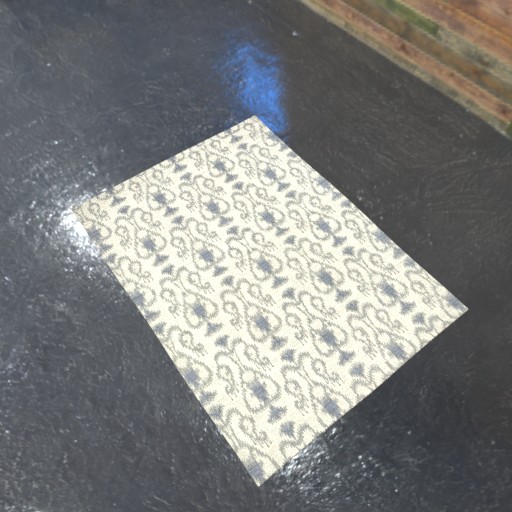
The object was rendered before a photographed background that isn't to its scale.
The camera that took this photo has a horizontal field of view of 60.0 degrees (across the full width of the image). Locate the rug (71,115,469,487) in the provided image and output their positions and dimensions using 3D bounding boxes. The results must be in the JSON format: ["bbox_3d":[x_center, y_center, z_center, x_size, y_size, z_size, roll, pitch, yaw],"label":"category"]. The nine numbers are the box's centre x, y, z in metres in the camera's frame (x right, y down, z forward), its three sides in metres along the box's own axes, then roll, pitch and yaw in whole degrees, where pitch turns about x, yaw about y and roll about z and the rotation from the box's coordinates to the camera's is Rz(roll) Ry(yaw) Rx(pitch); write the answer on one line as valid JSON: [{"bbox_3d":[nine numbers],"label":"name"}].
[{"bbox_3d":[0.000,0.000,3.015,1.676,0.013,2.261,-33,64,-18],"label":"rug"}]
